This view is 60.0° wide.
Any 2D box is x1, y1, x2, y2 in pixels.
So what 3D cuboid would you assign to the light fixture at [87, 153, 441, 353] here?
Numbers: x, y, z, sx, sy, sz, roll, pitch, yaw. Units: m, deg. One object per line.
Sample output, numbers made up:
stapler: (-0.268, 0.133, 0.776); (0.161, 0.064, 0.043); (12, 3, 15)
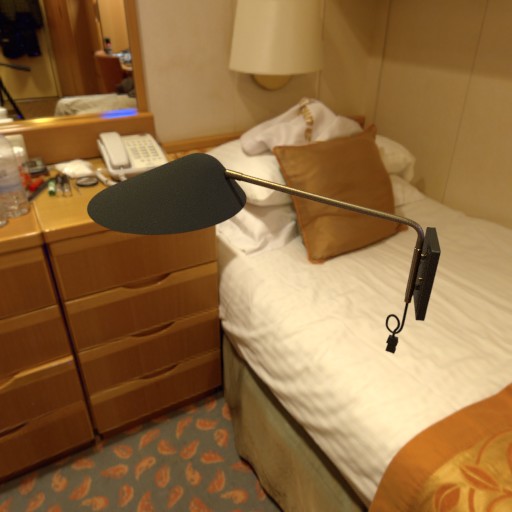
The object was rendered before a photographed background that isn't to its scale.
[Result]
light fixture: (0.000, 0.000, 0.694); (0.516, 0.312, 0.240); (7, 31, 12)
